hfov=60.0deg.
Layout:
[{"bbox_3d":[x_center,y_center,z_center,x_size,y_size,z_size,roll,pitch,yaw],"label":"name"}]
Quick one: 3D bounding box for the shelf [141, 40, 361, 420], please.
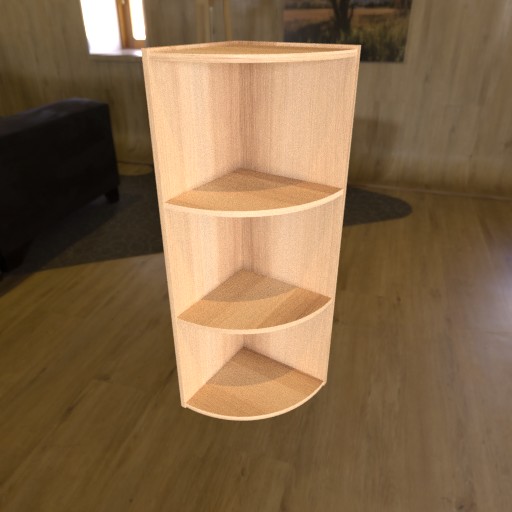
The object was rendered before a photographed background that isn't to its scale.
[{"bbox_3d":[0.000,0.000,1.019,0.290,0.872,0.290,17,33,29],"label":"shelf"}]
